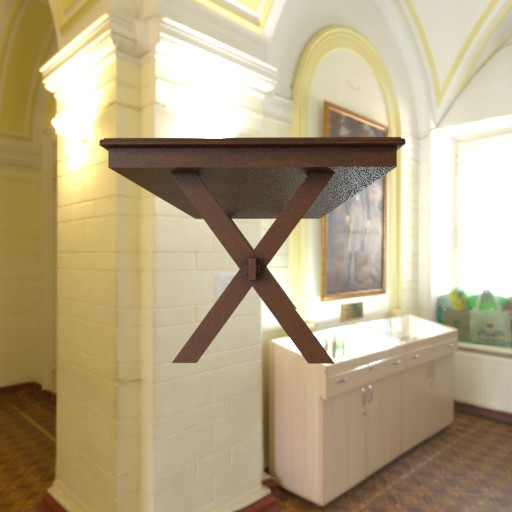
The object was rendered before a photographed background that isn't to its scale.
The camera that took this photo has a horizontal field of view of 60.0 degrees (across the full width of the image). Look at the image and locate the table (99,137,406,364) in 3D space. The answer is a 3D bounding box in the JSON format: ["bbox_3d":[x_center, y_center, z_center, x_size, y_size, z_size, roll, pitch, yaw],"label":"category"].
[{"bbox_3d":[0.000,0.000,1.458,0.594,0.459,1.197,0,0,1],"label":"table"}]
